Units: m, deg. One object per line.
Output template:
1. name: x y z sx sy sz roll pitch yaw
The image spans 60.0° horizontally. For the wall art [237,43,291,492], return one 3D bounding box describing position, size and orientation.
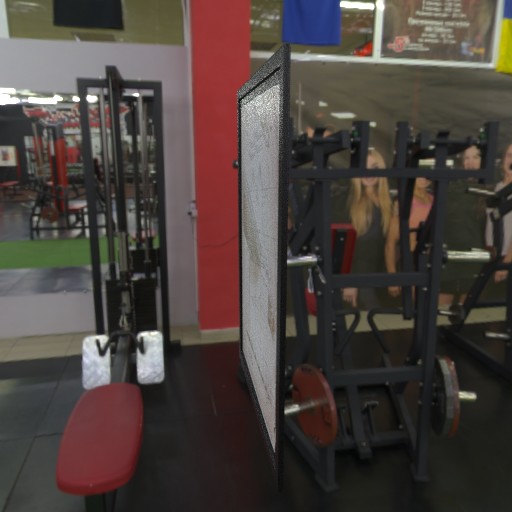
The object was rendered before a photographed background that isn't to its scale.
1. wall art: 0.000 0.000 1.261 0.013 0.967 0.707 -2 14 -9
